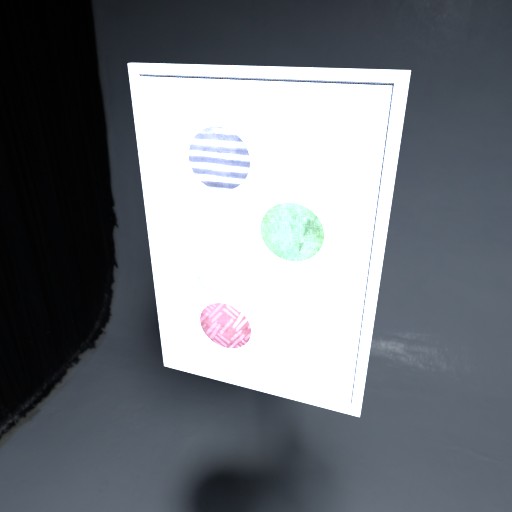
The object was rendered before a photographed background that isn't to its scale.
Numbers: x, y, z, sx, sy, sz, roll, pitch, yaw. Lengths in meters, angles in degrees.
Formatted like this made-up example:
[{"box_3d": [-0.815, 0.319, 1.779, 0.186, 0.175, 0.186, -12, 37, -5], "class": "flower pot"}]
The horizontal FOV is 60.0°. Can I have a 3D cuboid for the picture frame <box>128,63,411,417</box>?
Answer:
[{"box_3d": [0.000, 0.000, 0.835, 0.457, 0.657, 0.013, 9, 29, 18], "class": "picture frame"}]
